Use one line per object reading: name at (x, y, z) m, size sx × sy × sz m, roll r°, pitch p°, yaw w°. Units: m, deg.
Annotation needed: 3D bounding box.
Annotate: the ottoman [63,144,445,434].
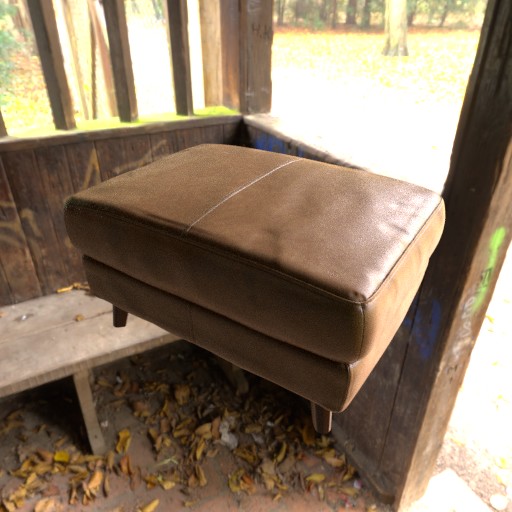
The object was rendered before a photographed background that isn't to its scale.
ottoman at (0.000, 0.000, 1.246) m, size 0.869 × 0.461 × 0.630 m, roll 19°, pitch 36°, yaw 28°
